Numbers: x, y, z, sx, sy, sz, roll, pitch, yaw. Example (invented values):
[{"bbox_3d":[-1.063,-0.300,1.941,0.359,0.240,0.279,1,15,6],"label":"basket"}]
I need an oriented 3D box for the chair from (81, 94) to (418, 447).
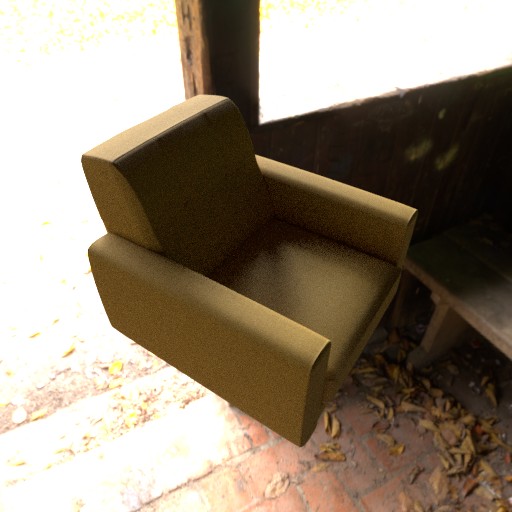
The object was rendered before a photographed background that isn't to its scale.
[{"bbox_3d":[0.000,0.000,1.586,0.909,0.841,0.831,24,46,25],"label":"chair"}]
